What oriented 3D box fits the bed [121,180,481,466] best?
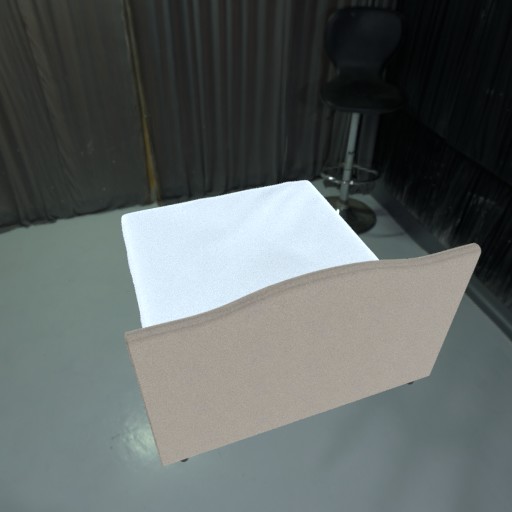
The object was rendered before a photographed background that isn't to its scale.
[{"bbox_3d":[0.000,0.000,3.524,2.083,1.421,2.182,-13,42,-15],"label":"bed"}]
